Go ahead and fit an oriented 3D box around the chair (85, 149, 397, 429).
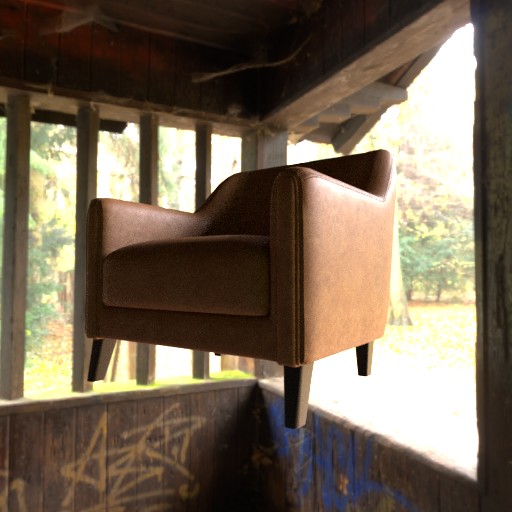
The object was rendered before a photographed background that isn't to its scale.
[{"bbox_3d":[0.000,0.000,1.860,1.037,0.980,1.034,-1,-3,35],"label":"chair"}]
